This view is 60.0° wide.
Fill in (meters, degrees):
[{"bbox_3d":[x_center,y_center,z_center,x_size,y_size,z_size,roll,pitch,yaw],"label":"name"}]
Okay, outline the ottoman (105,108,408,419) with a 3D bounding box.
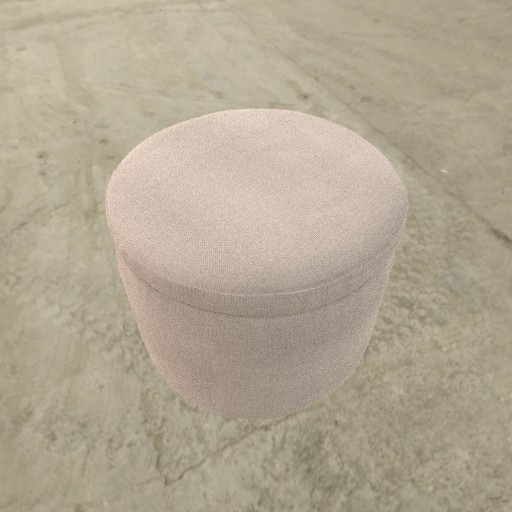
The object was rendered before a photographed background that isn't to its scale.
[{"bbox_3d":[0.000,0.000,0.856,0.497,0.409,0.497,0,45,0],"label":"ottoman"}]
